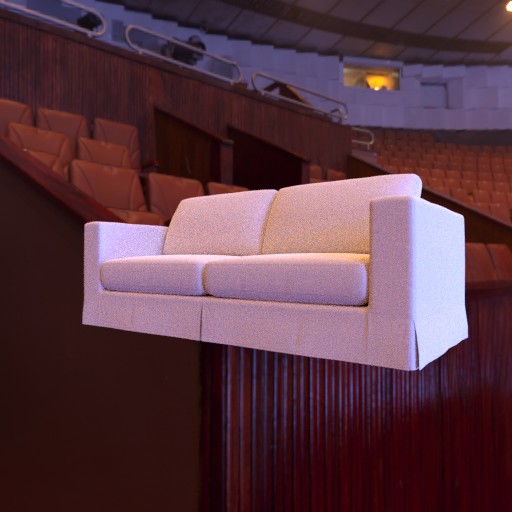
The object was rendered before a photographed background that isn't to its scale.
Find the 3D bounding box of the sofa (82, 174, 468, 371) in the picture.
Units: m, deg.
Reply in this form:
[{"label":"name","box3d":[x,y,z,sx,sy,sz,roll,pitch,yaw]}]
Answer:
[{"label":"sofa","box3d":[0.000,0.000,2.660,2.163,0.881,0.954,0,-1,36]}]
